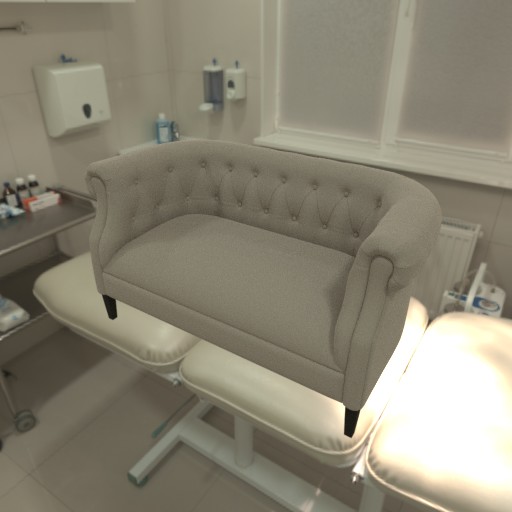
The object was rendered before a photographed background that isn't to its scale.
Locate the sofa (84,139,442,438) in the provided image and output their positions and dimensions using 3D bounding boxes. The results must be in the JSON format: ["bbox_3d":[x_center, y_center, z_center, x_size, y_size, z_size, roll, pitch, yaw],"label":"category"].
[{"bbox_3d":[0.000,0.000,2.103,1.558,0.827,0.835,18,34,28],"label":"sofa"}]
